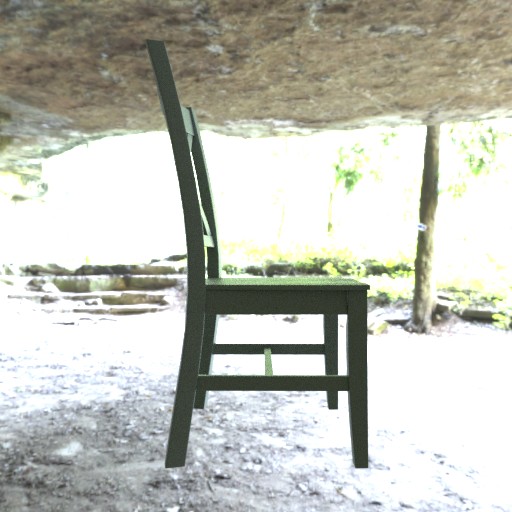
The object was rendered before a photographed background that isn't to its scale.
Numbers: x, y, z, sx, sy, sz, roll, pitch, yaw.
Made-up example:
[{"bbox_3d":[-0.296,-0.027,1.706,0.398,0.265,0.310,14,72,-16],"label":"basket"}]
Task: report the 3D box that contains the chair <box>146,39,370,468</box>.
[{"bbox_3d":[0.000,0.000,1.242,0.542,0.983,0.485,0,-1,1],"label":"chair"}]
